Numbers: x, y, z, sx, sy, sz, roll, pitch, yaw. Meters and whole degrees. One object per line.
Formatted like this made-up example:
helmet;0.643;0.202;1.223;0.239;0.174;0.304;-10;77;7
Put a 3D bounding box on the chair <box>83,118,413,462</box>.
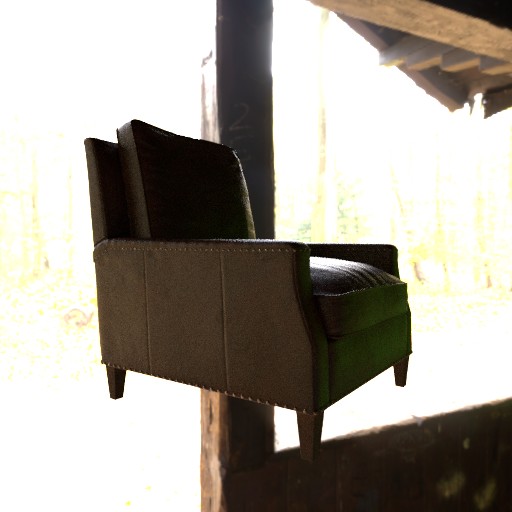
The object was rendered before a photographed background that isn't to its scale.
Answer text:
chair;0.000;0.000;1.740;1.035;1.054;0.854;1;1;35
